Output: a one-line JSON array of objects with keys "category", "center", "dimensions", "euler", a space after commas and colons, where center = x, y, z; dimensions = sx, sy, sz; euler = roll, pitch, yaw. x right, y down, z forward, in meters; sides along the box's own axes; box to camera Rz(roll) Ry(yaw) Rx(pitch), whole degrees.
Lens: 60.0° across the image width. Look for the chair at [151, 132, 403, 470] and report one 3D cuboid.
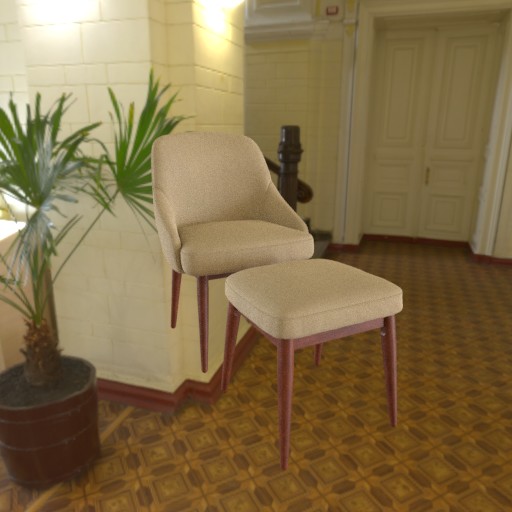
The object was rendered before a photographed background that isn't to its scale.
[{"category": "chair", "center": [0.000, 0.000, 1.631], "dimensions": [0.584, 0.866, 1.114], "euler": [-8, 18, -26]}]
